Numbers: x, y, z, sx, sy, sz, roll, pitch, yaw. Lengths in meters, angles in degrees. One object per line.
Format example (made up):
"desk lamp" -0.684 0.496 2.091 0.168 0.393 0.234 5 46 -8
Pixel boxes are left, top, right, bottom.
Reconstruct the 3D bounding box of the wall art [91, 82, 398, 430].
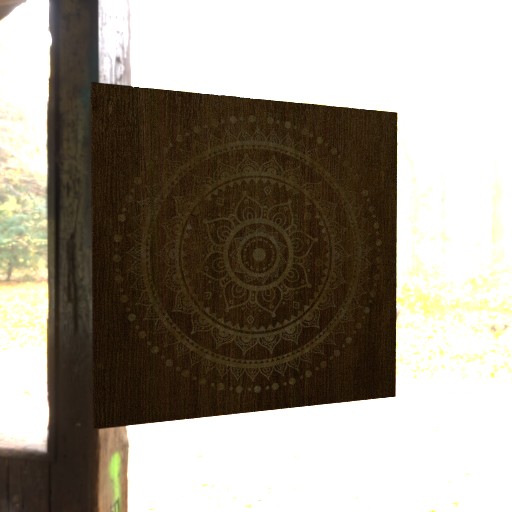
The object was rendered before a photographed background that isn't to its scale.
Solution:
"wall art" 0.000 0.000 0.585 0.406 0.403 0.039 0 1 -16
